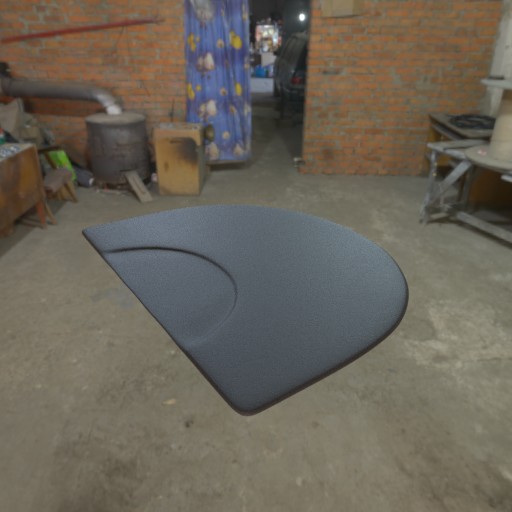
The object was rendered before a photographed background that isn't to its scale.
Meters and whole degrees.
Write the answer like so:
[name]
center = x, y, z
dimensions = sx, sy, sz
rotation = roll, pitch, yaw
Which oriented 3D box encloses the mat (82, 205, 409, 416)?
[mat]
center = 0.000, 0.000, 1.599
dimensions = 0.917, 0.016, 1.220
rotation = -17, 31, -31
